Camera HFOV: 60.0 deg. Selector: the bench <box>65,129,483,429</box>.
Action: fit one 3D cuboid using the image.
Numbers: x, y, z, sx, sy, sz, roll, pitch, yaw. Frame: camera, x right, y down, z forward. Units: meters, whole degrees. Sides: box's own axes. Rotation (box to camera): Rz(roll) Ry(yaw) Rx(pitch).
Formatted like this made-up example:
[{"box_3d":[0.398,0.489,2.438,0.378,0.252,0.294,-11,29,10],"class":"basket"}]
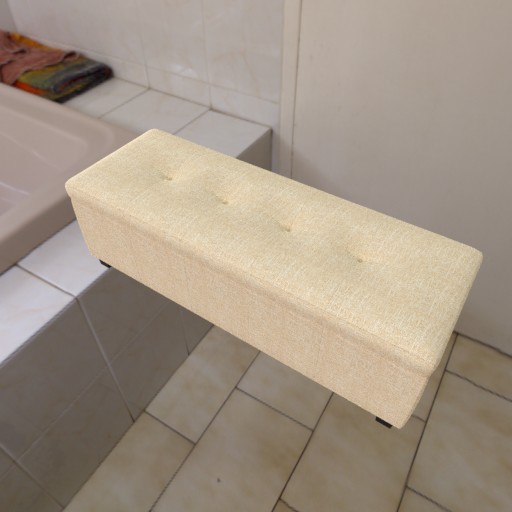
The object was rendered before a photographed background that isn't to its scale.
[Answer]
[{"box_3d":[0.000,0.000,1.438,1.219,0.406,0.432,25,50,23],"class":"bench"}]
